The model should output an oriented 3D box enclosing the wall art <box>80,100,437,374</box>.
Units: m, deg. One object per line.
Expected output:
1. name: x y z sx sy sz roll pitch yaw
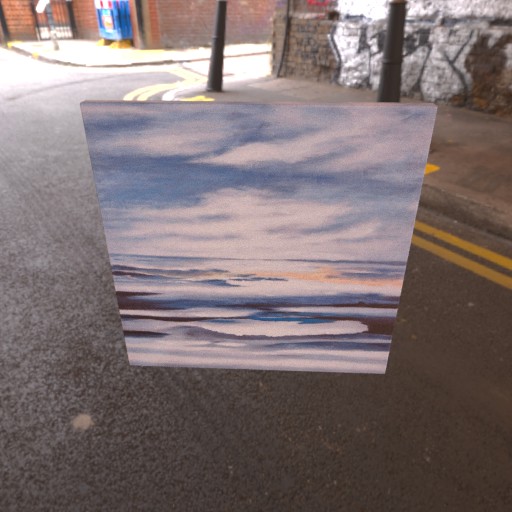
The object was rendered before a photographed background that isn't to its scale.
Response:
1. wall art: 0.000 0.000 1.122 0.747 0.747 0.035 1 30 2
